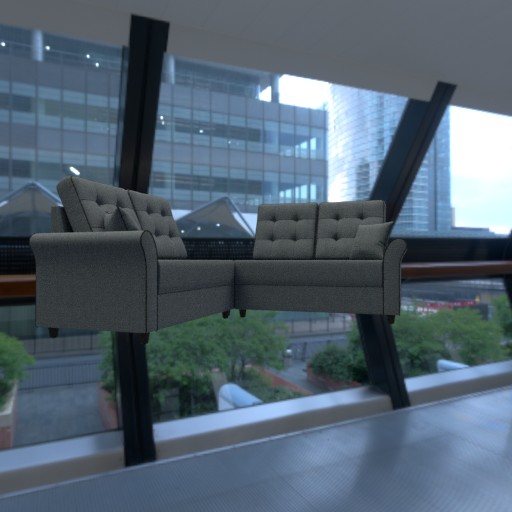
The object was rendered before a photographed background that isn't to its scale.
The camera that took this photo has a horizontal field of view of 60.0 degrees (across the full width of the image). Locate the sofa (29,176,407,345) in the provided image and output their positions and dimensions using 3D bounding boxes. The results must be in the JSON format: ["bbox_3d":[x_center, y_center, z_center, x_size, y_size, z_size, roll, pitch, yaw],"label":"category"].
[{"bbox_3d":[0.000,0.000,3.203,2.070,0.988,2.068,0,-1,19],"label":"sofa"}]
